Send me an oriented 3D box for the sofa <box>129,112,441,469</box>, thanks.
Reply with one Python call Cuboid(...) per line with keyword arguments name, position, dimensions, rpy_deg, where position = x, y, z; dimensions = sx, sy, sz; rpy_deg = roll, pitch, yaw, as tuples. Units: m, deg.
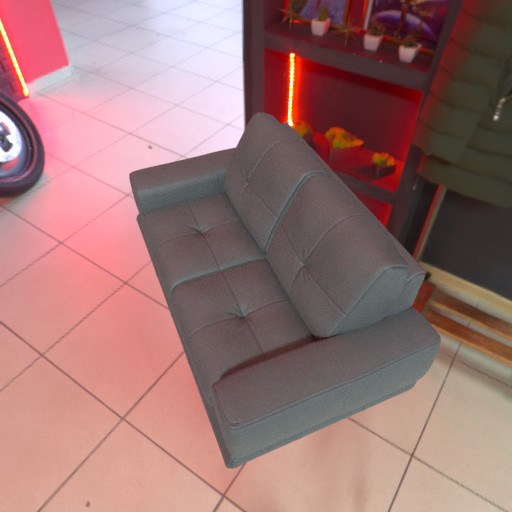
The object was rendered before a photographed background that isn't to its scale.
Cuboid(name="sofa", position=(0.000, 0.000, 2.384), dimensions=(1.018, 0.907, 1.806), rpy_deg=(-17, 49, -16))
